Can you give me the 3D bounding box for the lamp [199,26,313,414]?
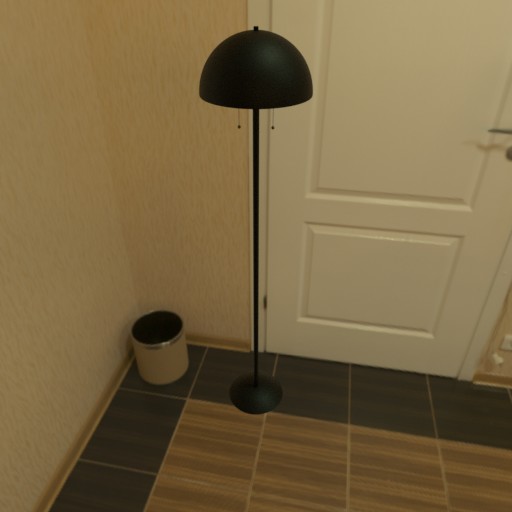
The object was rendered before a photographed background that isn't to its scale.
[{"bbox_3d":[0.000,0.000,1.599,0.328,1.480,0.328,-10,35,-15],"label":"lamp"}]
